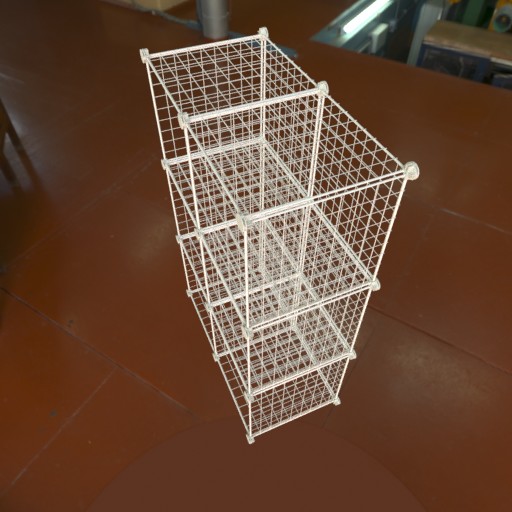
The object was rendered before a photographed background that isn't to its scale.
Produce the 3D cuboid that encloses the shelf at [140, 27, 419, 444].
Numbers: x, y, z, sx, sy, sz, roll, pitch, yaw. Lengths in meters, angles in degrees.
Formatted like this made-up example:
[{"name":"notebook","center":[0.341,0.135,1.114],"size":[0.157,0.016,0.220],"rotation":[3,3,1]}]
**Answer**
[{"name":"shelf","center":[0.000,0.000,1.386],"size":[0.356,1.067,0.711],"rotation":[-18,51,-15]}]
